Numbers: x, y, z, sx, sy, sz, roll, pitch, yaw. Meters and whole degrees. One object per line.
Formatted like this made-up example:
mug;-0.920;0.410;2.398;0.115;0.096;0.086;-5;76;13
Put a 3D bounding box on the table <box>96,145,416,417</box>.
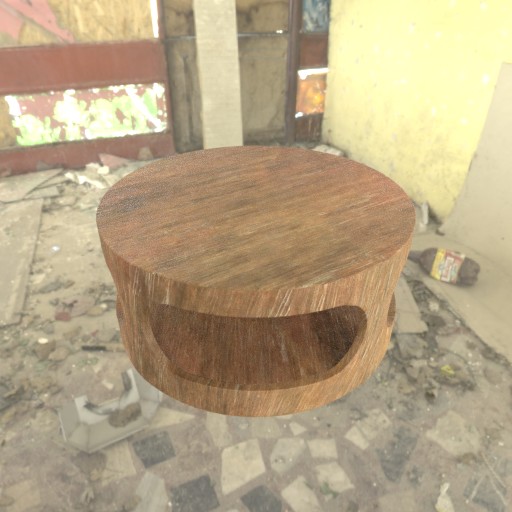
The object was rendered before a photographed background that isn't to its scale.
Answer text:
table;0.000;0.000;1.531;0.974;0.450;0.974;0;33;0
